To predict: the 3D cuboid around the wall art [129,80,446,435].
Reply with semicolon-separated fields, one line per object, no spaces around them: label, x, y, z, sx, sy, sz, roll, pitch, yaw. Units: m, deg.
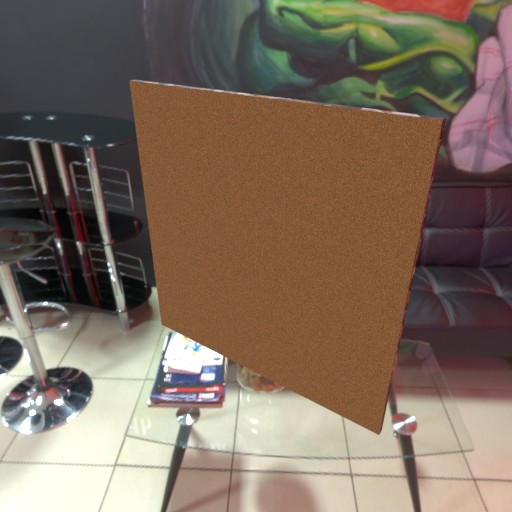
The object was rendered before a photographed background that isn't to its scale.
wall art;0.000;0.000;0.589;0.404;0.406;0.010;19;35;30
